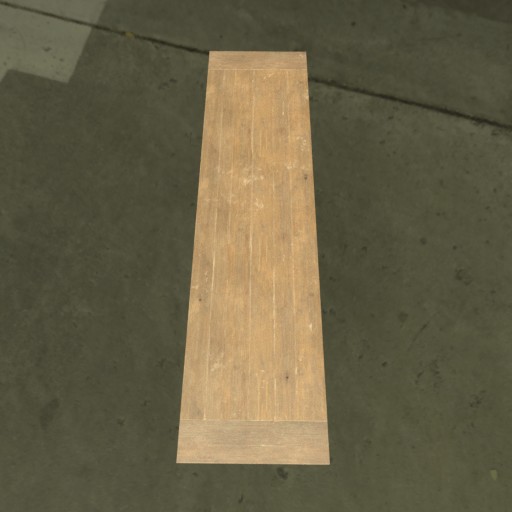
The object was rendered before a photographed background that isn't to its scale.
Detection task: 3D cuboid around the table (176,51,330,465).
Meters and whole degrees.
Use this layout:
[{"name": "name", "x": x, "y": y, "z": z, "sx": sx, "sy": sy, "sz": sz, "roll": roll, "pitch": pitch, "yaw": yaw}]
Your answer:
[{"name": "table", "x": 0.000, "y": 0.000, "z": 2.102, "sx": 0.465, "sy": 0.810, "sz": 1.800, "roll": 1, "pitch": 64, "yaw": 0}]
